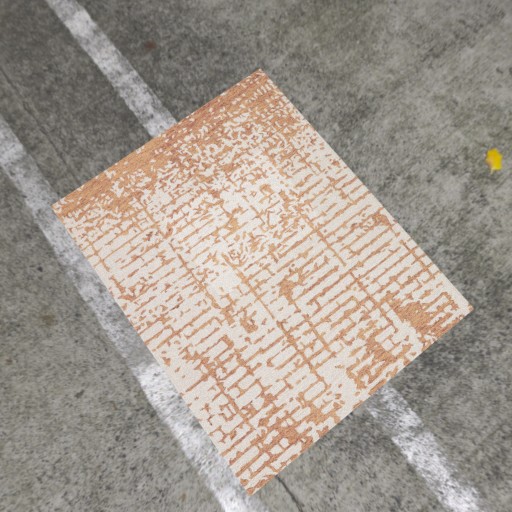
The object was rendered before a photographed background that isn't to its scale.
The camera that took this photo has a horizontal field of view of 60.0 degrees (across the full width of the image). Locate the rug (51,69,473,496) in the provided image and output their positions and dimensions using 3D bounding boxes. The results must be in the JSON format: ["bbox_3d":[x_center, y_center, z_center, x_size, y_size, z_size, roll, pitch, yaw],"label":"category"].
[{"bbox_3d":[0.000,0.000,3.972,2.441,0.011,3.050,-36,78,-9],"label":"rug"}]
